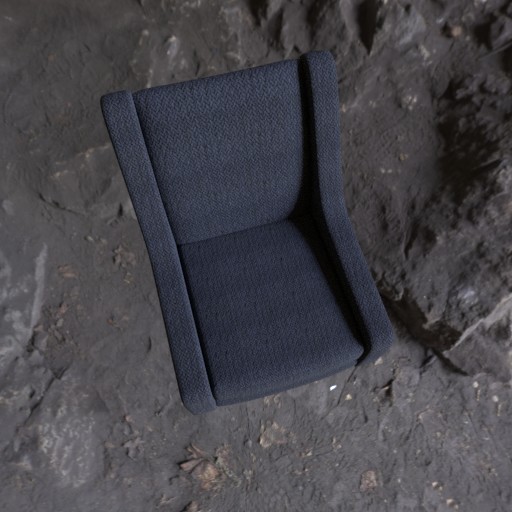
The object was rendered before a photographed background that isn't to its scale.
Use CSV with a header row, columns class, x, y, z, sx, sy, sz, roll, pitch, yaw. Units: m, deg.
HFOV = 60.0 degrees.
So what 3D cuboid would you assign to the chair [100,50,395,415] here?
class,x,y,z,sx,sy,sz,roll,pitch,yaw
chair,0.000,0.000,1.707,0.793,1.012,0.944,-15,64,-7
